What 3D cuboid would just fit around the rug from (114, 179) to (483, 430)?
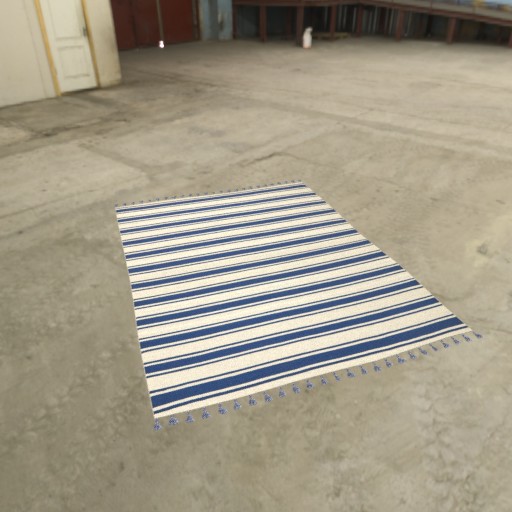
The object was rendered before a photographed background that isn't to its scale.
[{"bbox_3d":[0.000,0.000,4.341,2.471,0.016,3.416,-10,33,-16],"label":"rug"}]
